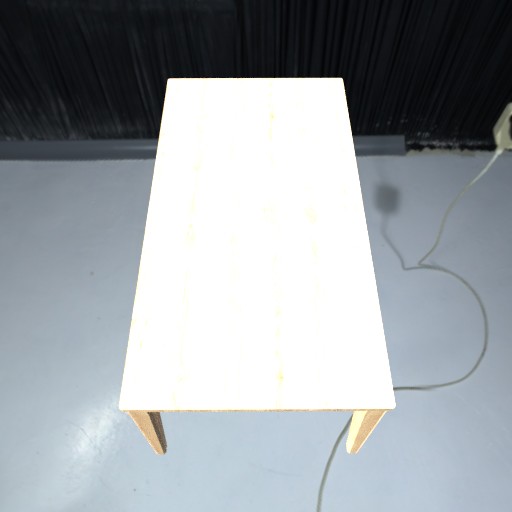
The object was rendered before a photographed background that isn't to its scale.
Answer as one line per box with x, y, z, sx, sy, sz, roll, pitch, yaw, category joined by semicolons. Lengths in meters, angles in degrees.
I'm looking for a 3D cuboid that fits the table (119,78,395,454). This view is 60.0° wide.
0.000;0.000;2.062;0.900;0.760;1.600;0;59;0;table
